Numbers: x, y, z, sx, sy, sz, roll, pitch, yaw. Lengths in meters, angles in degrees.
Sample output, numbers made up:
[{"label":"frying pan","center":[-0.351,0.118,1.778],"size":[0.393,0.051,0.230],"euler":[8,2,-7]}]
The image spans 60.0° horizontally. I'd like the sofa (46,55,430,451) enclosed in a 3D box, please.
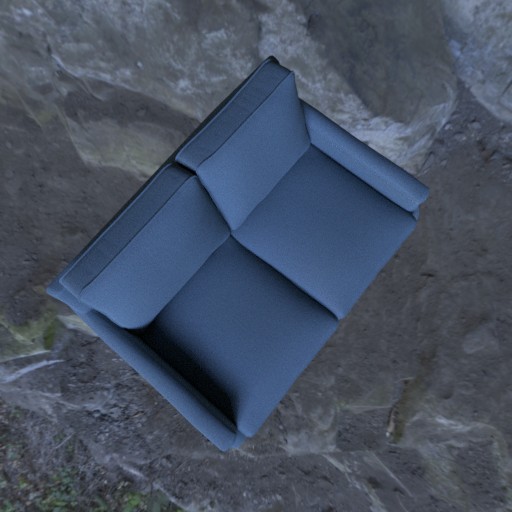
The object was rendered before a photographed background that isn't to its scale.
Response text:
[{"label":"sofa","center":[0.000,0.000,2.250],"size":[1.084,1.003,1.597],"euler":[39,79,9]}]
